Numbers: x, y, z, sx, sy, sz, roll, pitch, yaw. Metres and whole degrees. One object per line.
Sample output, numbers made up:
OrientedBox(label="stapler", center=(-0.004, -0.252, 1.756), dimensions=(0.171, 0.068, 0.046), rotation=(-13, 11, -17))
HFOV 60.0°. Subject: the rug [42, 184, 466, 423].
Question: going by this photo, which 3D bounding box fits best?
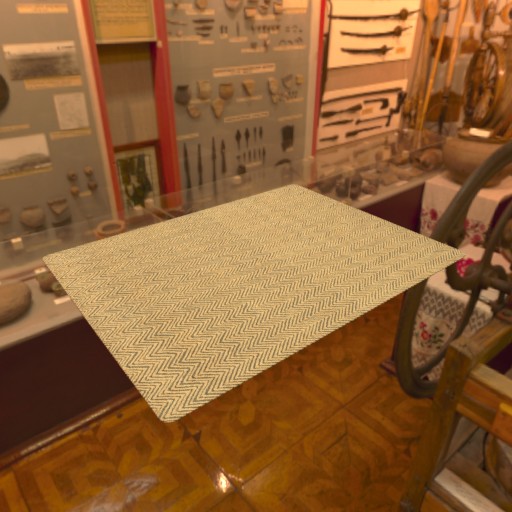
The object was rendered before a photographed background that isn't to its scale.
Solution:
OrientedBox(label="rug", center=(0.000, 0.000, 4.171), dimensions=(3.207, 0.014, 2.439), rotation=(-21, 35, -33))
